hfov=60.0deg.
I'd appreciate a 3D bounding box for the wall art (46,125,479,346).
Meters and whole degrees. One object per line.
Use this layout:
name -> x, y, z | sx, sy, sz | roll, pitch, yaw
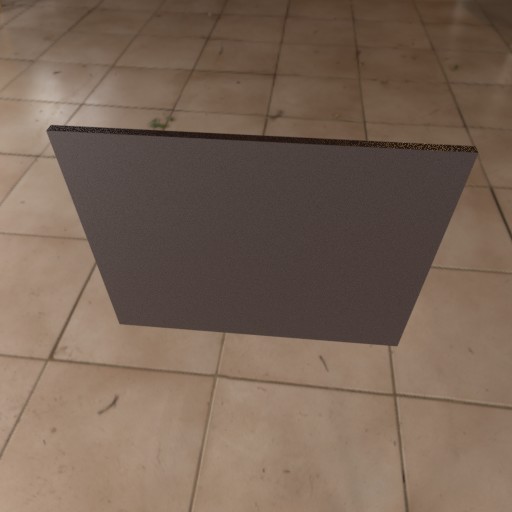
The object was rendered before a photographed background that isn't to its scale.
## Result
wall art -> 0.000, 0.000, 1.586 | 1.207, 0.952, 0.034 | 4, 46, 4
